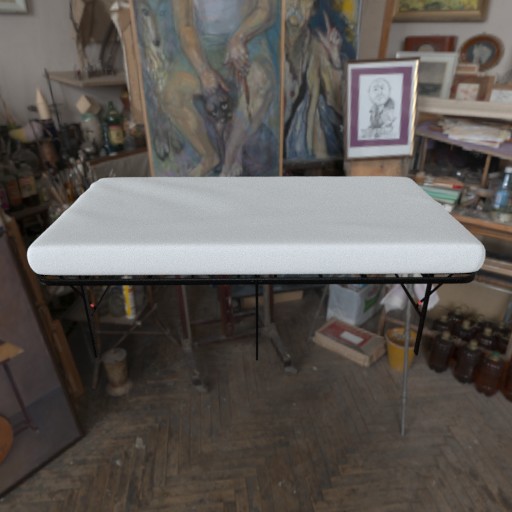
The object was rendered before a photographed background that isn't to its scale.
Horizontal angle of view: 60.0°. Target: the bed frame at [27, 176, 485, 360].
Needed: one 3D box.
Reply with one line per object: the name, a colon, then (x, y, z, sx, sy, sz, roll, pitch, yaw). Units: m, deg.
bed frame: (0.000, 0.000, 2.345, 1.903, 0.619, 0.989, 0, 27, -1)
